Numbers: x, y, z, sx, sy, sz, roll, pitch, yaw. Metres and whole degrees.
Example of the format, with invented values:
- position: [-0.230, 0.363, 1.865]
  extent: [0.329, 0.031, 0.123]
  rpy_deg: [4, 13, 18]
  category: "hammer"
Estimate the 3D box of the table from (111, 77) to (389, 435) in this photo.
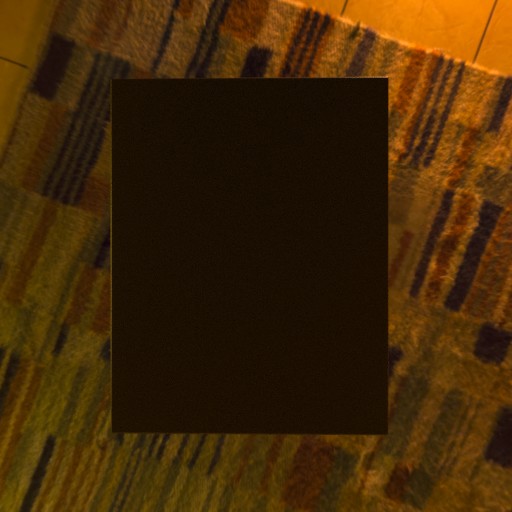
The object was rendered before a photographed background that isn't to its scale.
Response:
- position: [0.000, 0.000, 1.020]
  extent: [0.451, 0.646, 0.564]
  rpy_deg: [0, 90, 1]
  category: "table"
